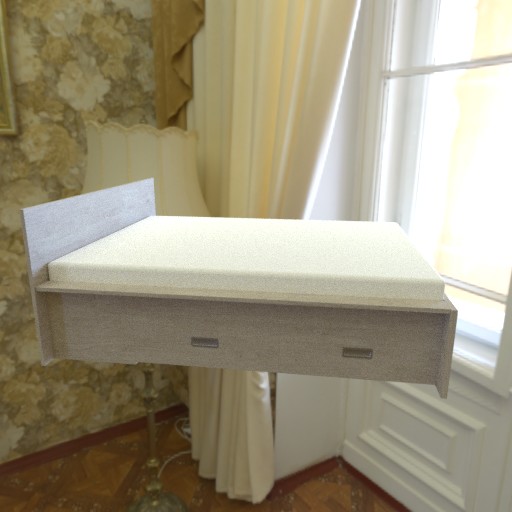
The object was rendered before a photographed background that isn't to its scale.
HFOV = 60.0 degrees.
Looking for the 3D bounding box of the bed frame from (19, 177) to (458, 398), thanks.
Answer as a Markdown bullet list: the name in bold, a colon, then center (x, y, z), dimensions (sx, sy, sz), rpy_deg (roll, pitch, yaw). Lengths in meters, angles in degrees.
- **bed frame**: center (0.000, 0.000, 2.779), dimensions (1.960, 0.800, 1.622), rpy_deg (2, 15, 8)
